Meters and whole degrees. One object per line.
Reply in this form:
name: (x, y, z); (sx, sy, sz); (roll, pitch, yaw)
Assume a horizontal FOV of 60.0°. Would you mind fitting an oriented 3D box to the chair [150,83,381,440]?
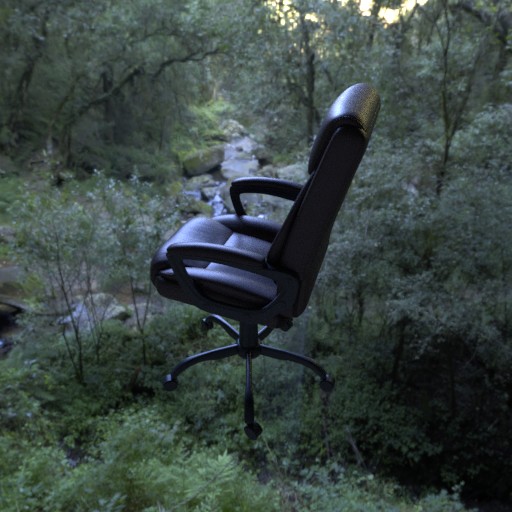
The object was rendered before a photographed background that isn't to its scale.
chair: (0.000, 0.000, 1.483); (0.655, 1.072, 0.615); (9, 32, 15)
